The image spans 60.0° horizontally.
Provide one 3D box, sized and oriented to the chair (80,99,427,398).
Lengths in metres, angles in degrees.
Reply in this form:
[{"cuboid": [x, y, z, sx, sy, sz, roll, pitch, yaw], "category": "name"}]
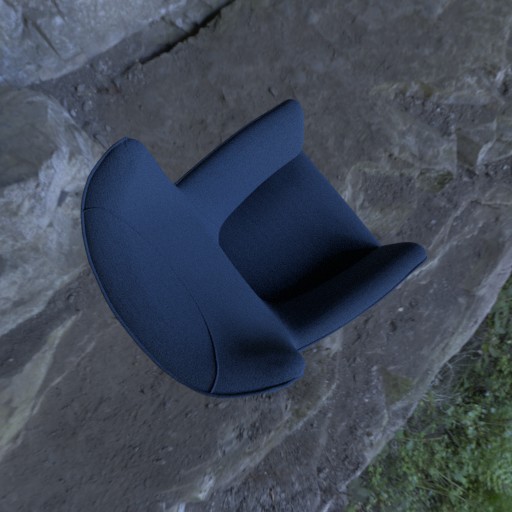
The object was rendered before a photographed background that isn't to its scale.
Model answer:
[{"cuboid": [0.000, 0.000, 1.585, 0.888, 0.933, 0.781, -36, 79, -8], "category": "chair"}]
